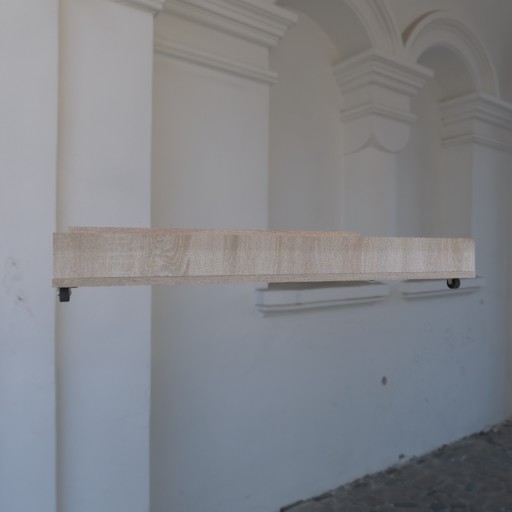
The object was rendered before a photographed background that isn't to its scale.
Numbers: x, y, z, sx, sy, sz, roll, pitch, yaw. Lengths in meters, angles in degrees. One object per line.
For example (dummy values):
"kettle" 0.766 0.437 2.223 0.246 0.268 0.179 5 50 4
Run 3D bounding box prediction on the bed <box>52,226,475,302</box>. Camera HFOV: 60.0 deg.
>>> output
"bed" 0.000 0.000 1.483 1.200 0.209 0.685 0 0 -20
